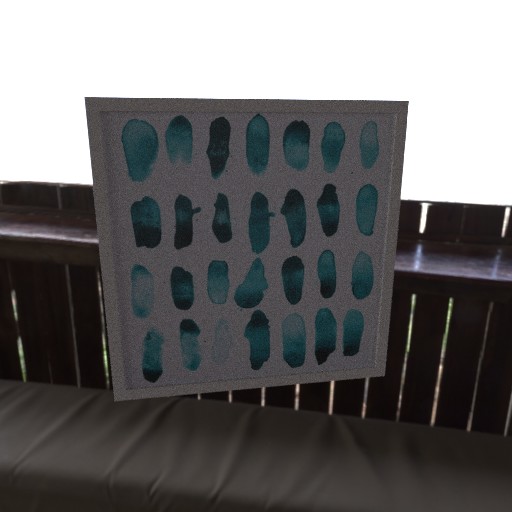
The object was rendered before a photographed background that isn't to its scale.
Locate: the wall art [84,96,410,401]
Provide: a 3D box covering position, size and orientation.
[{"bbox_3d":[0.000,0.000,0.833,0.558,0.559,0.009,-3,16,-9],"label":"wall art"}]
